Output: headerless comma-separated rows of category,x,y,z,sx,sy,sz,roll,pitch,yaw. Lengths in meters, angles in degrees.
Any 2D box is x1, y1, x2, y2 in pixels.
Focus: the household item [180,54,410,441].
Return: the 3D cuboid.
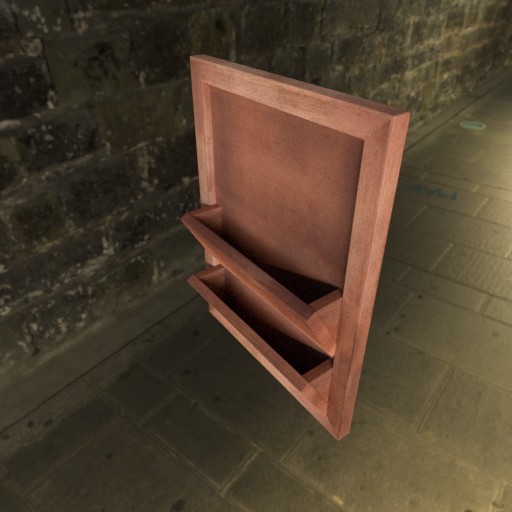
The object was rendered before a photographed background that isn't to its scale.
household item,0.000,0.000,0.541,0.067,0.407,0.310,-22,40,-30
